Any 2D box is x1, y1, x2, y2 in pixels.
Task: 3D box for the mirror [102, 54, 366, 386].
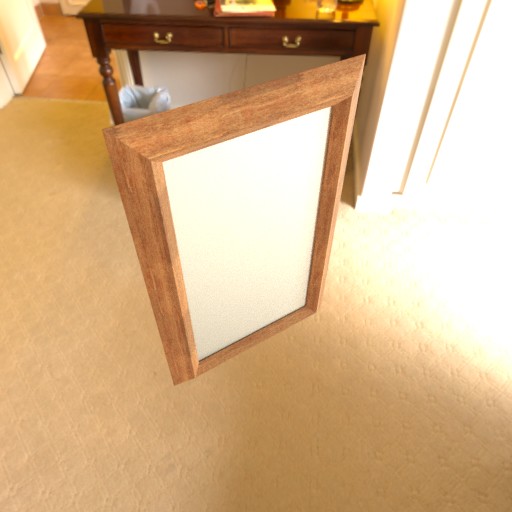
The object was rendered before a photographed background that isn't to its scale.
[{"bbox_3d":[0.000,0.000,1.301,0.651,1.010,0.047,-24,51,-21],"label":"mirror"}]
